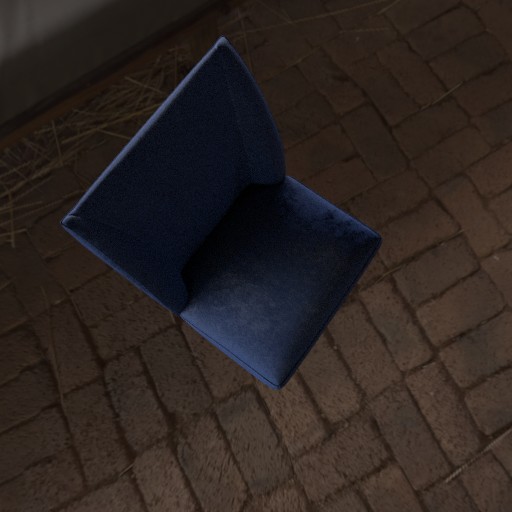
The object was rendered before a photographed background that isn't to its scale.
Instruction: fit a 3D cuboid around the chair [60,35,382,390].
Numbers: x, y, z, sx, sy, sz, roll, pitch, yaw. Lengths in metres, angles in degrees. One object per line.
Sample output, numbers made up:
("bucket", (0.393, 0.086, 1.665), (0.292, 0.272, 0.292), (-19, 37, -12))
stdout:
("chair", (0.000, 0.000, 1.184), (0.522, 0.863, 0.508), (35, 79, 8))
